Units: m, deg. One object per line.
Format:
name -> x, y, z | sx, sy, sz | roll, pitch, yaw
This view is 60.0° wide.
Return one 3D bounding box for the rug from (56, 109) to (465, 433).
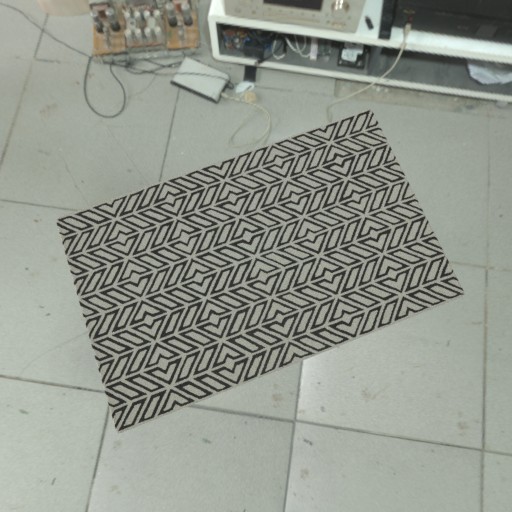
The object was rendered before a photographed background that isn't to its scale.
rug -> 0.000, 0.000, 3.048 | 2.438, 0.008, 1.523 | -20, 76, -5
